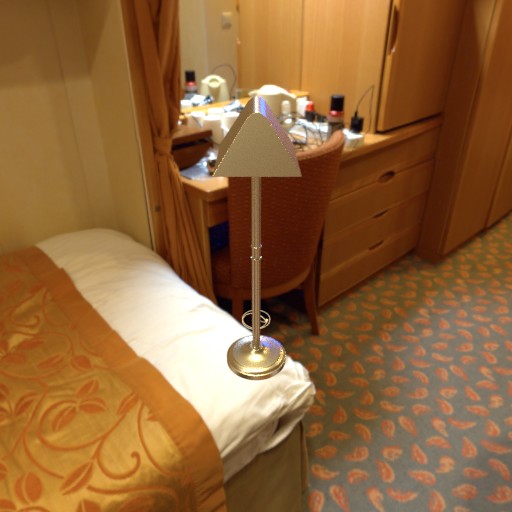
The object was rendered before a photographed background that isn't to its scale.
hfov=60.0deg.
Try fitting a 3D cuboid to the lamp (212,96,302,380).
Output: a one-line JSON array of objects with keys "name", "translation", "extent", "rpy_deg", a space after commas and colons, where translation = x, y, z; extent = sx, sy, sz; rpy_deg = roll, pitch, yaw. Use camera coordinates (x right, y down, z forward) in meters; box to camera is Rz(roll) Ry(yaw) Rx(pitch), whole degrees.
[{"name": "lamp", "translation": [0.000, 0.000, 0.968], "extent": [0.159, 0.708, 0.546], "rpy_deg": [0, 30, 1]}]
